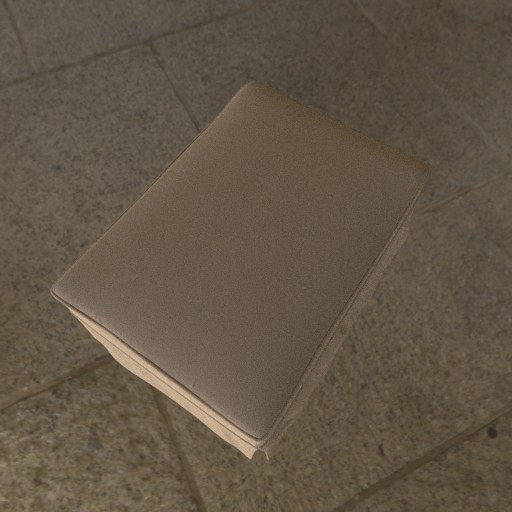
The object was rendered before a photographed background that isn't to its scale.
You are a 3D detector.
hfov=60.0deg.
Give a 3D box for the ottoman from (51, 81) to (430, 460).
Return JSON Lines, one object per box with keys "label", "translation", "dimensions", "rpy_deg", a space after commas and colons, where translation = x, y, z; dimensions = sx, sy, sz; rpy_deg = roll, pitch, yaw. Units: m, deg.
{"label": "ottoman", "translation": [0.000, 0.000, 1.363], "dimensions": [0.721, 0.482, 0.959], "rpy_deg": [31, 68, 14]}
